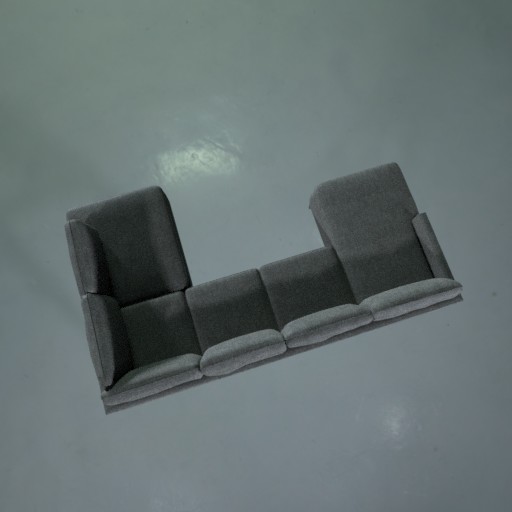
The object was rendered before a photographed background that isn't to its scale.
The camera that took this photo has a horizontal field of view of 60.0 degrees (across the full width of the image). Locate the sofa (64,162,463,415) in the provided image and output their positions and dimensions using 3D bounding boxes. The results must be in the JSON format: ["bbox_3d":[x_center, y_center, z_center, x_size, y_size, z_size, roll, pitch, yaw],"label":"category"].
[{"bbox_3d":[0.000,0.000,4.391,3.423,0.999,2.048,-17,76,-4],"label":"sofa"}]
